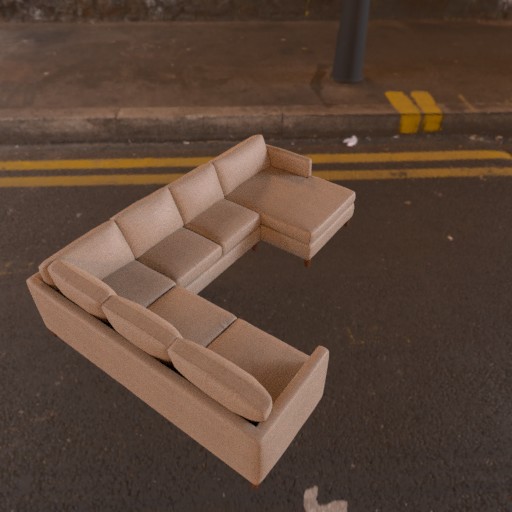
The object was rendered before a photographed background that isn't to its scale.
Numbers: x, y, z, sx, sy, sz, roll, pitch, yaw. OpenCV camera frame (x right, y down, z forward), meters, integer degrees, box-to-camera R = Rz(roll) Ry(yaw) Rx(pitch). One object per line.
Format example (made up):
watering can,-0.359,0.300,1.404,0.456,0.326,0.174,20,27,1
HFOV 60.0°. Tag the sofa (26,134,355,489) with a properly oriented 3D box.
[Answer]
sofa,0.000,0.000,4.546,2.594,0.961,3.460,25,46,27
